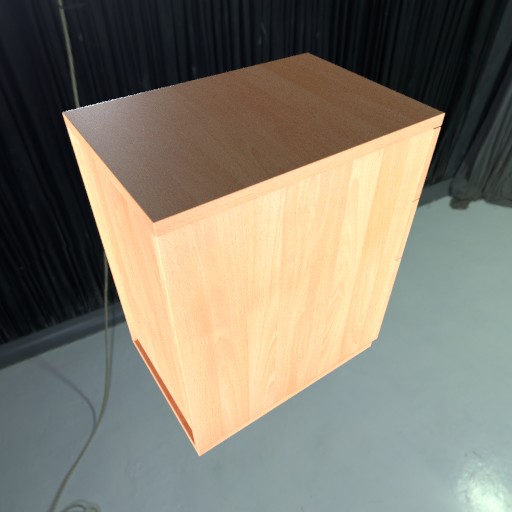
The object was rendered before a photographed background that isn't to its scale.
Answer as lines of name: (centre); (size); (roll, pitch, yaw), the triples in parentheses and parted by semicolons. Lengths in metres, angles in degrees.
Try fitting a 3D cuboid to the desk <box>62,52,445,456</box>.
desk: (0.000, 0.000, 1.074); (0.600, 0.730, 0.404); (-25, 48, -24)
